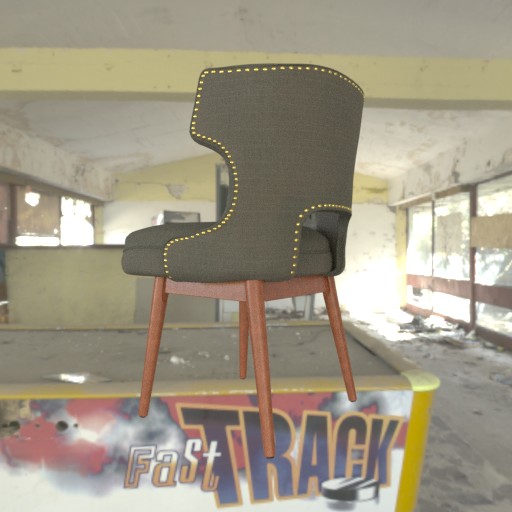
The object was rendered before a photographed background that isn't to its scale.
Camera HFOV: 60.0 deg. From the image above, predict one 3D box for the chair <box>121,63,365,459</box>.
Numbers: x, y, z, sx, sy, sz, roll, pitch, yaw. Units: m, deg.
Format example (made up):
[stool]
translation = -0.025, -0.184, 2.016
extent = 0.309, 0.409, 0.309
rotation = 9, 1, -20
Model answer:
[chair]
translation = 0.000, 0.000, 1.239
extent = 0.581, 0.863, 0.595
rotation = 0, 0, 35
